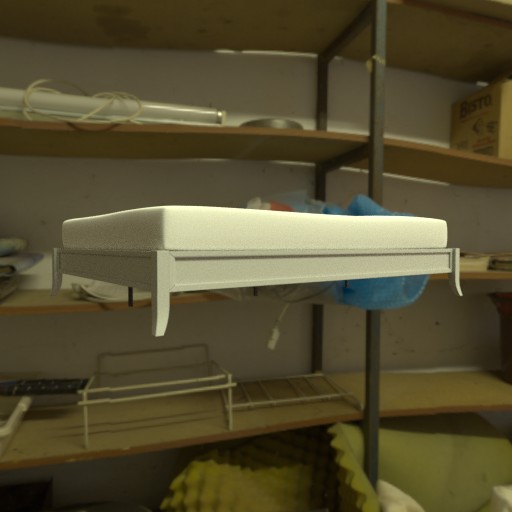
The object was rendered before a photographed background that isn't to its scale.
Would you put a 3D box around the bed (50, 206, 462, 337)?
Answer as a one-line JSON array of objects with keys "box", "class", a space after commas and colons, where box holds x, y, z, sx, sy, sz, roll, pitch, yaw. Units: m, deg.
[{"box": [0.000, 0.000, 2.834, 2.108, 0.510, 1.604, -1, 2, -37], "class": "bed"}]
